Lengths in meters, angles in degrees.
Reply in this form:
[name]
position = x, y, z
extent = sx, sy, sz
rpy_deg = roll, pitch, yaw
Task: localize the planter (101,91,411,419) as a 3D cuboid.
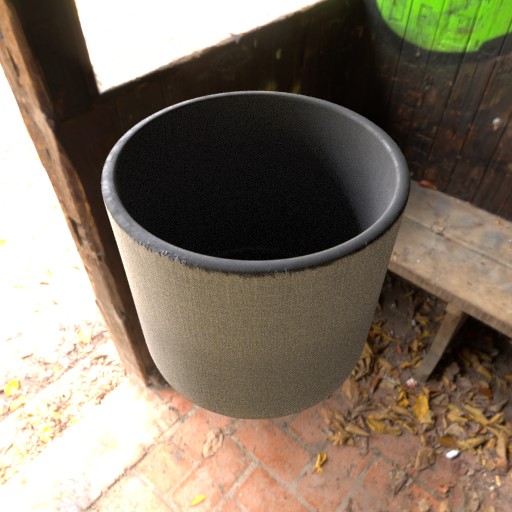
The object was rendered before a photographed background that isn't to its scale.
[planter]
position = 0.000, 0.000, 0.389
extent = 0.221, 0.201, 0.221
rpy_deg = 0, 46, 0
